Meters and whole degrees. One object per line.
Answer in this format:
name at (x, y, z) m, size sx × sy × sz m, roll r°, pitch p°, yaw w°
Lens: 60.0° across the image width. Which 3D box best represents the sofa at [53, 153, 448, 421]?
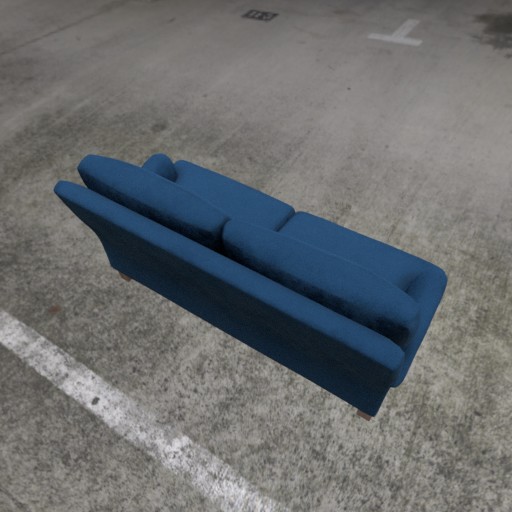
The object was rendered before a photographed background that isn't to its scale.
sofa at (0.000, 0.000, 2.761) m, size 2.141 × 1.101 × 1.084 m, roll 26°, pitch 53°, yaw 21°
